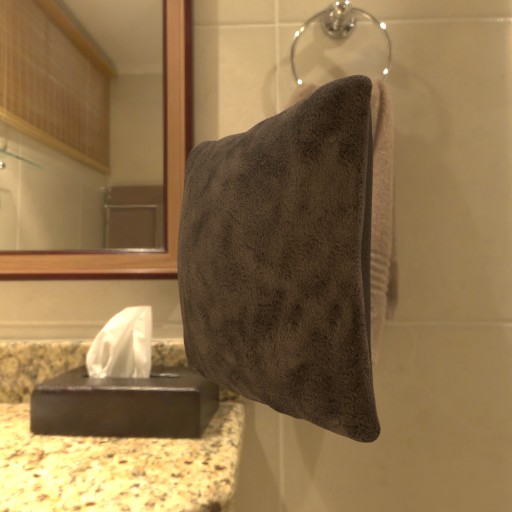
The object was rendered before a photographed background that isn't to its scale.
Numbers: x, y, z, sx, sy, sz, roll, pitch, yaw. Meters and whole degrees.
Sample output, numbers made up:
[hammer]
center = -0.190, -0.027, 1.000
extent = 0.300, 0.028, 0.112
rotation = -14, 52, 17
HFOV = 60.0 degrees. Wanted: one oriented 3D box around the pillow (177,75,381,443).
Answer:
[pillow]
center = 0.000, 0.000, 0.802
extent = 0.204, 0.520, 0.522
rotation = 1, -2, -36
